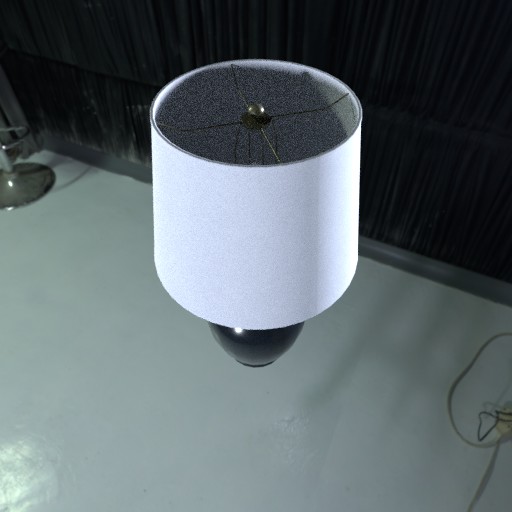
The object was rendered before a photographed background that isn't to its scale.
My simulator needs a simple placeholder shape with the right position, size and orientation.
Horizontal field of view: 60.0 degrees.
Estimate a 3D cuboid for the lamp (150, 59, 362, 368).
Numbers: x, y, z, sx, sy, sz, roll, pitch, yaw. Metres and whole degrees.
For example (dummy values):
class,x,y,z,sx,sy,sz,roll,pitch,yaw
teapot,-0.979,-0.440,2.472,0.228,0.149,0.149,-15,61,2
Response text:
class,x,y,z,sx,sy,sz,roll,pitch,yaw
lamp,0.000,0.000,0.543,0.239,0.399,0.239,0,47,0
